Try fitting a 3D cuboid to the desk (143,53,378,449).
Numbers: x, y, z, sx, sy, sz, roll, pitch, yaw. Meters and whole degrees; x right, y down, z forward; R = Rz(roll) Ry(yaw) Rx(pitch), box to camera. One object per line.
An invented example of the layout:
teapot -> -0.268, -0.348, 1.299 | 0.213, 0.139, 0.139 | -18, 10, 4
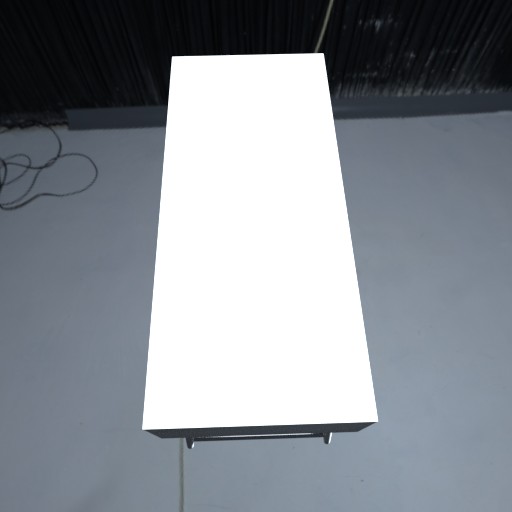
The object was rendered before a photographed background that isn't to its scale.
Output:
desk -> 0.000, 0.000, 1.711 | 0.589, 0.762, 1.313 | -2, 63, -1
